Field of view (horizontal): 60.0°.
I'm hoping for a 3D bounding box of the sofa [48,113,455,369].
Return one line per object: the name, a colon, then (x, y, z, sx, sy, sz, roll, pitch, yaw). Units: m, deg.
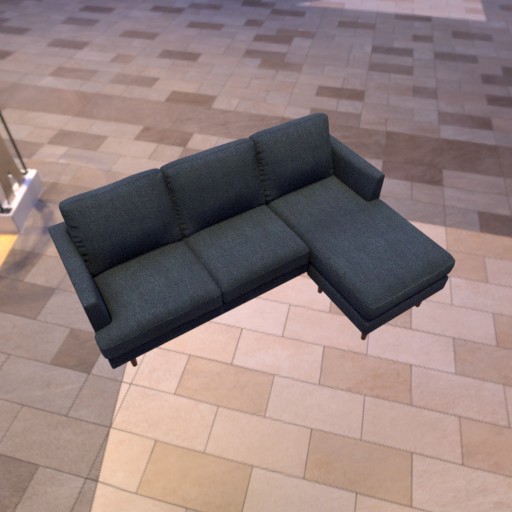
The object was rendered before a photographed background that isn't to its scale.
sofa: (0.000, 0.000, 2.950, 2.233, 0.956, 1.504, -25, 52, -21)
